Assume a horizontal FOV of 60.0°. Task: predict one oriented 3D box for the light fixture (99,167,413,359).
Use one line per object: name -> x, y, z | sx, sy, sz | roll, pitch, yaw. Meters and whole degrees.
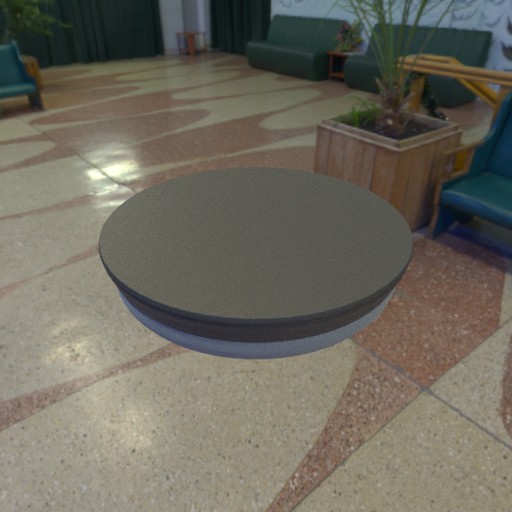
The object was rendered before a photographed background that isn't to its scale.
light fixture -> 0.000, 0.000, 0.565 | 0.368, 0.100, 0.368 | 0, 32, 0
